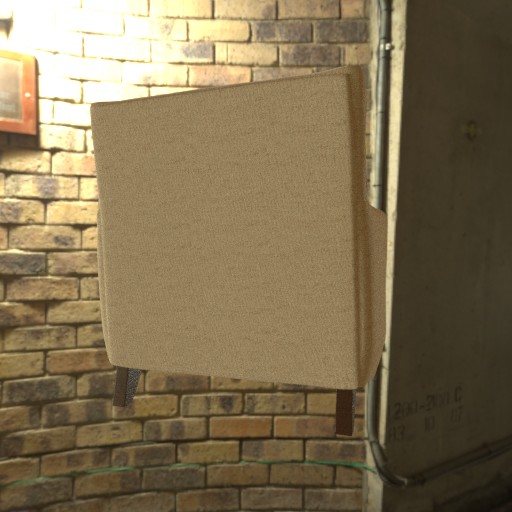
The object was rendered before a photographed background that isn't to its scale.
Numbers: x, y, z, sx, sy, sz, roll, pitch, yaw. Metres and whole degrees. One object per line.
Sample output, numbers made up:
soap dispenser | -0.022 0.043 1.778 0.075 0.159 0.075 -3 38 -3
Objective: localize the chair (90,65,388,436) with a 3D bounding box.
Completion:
chair | 0.000 0.000 1.575 0.870 0.943 0.823 0 -1 19
